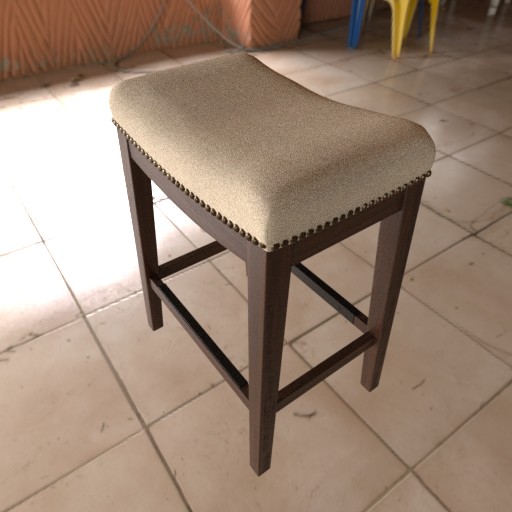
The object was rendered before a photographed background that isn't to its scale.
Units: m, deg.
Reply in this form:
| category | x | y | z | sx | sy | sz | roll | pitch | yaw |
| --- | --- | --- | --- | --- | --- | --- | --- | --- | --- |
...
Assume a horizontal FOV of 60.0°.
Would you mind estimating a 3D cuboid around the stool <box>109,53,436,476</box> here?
| category | x | y | z | sx | sy | sz | roll | pitch | yaw |
| --- | --- | --- | --- | --- | --- | --- | --- | --- | --- |
| stool | 0.000 | 0.000 | 0.932 | 0.363 | 0.669 | 0.509 | -26 | 47 | -27 |
